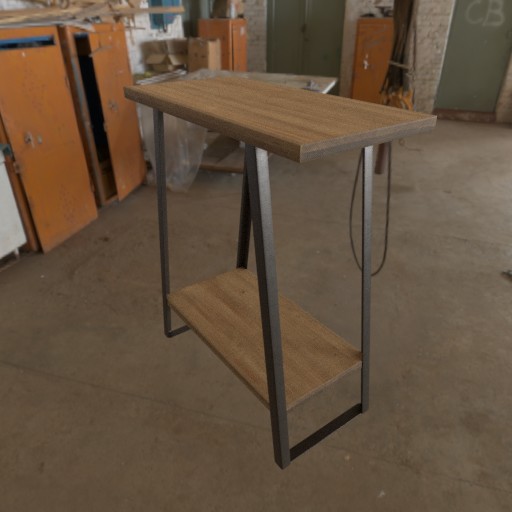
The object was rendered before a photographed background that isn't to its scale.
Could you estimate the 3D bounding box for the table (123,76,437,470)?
[{"bbox_3d":[0.000,0.000,1.033,0.300,0.701,0.599,-20,35,-31],"label":"table"}]
